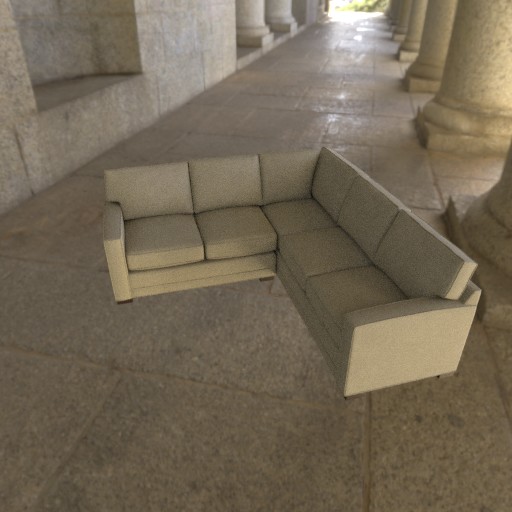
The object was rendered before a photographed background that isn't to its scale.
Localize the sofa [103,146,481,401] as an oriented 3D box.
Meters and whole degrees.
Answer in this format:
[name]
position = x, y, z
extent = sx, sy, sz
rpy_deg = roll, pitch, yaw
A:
[sofa]
position = 0.000, 0.000, 3.362
extent = 2.188, 0.936, 2.211
rpy_deg = -9, 33, -14
